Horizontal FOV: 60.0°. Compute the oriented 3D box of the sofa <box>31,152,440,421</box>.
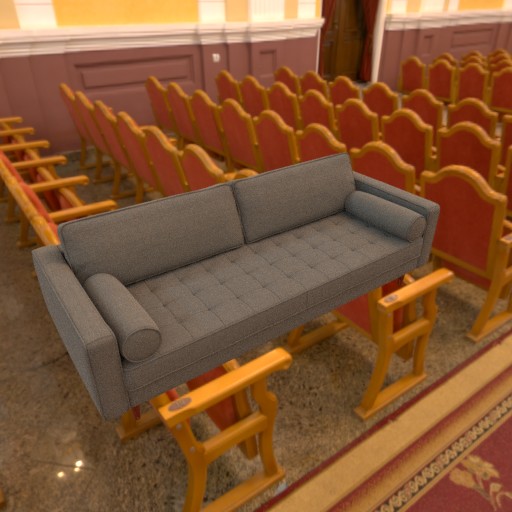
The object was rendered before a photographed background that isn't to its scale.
[{"bbox_3d":[0.000,0.000,2.583,2.198,0.762,0.914,-20,36,-30],"label":"sofa"}]
